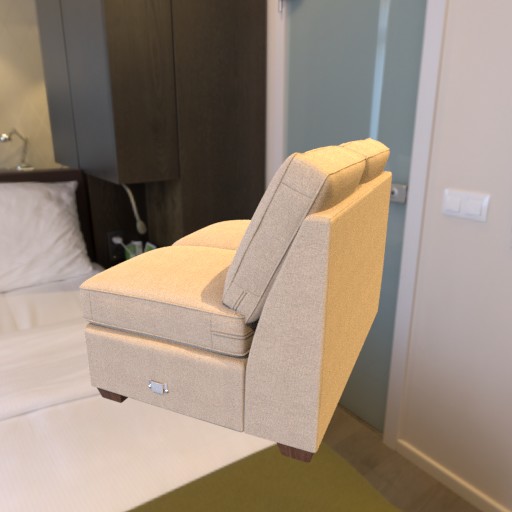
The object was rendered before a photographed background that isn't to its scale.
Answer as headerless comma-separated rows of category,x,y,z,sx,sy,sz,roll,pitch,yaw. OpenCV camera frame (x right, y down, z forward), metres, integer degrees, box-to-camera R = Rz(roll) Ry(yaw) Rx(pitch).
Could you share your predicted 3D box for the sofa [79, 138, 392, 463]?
sofa,0.000,0.000,2.005,0.978,1.006,1.232,7,19,23
